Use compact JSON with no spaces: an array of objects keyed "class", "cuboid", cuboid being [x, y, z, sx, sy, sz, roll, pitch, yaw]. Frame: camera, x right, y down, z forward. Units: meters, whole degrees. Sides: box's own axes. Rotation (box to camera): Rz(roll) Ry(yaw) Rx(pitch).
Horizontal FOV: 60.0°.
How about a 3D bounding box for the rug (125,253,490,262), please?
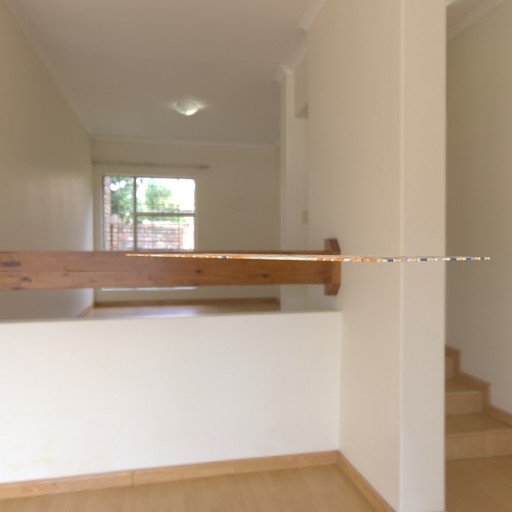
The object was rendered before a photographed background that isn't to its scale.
[{"class":"rug","cuboid":[0.000,0.000,2.683,0.783,0.010,2.437,-1,1,-37]}]
